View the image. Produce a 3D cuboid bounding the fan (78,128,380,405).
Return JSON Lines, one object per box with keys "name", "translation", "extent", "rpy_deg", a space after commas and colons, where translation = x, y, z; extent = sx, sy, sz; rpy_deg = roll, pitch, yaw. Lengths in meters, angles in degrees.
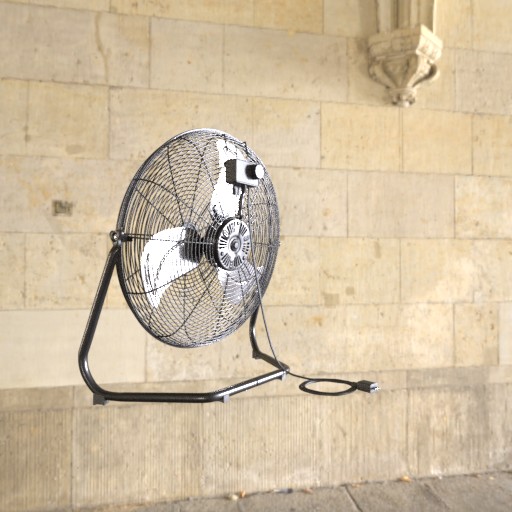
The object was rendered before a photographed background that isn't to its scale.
{"name": "fan", "translation": [0.000, 0.000, 1.005], "extent": [0.470, 0.605, 0.595], "rpy_deg": [-1, -1, 36]}
